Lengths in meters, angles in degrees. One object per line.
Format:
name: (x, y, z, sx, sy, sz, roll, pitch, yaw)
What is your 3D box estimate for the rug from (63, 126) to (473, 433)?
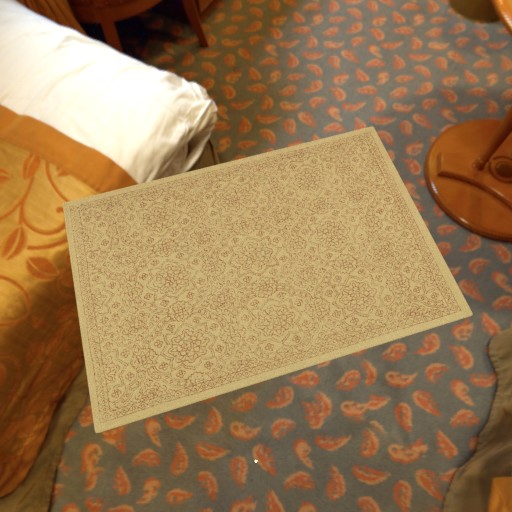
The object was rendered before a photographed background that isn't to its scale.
rug: (0.000, 0.000, 2.278, 1.829, 0.010, 1.219, -15, 66, -7)
